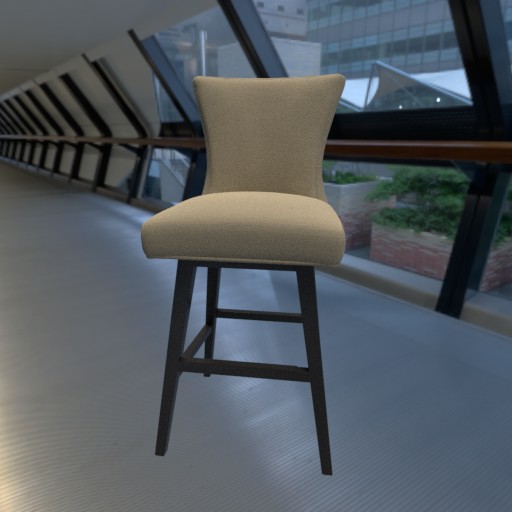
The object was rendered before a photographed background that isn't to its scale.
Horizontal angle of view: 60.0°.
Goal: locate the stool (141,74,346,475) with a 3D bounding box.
[{"bbox_3d":[0.000,0.000,1.372,0.514,1.086,0.574,3,17,8],"label":"stool"}]
